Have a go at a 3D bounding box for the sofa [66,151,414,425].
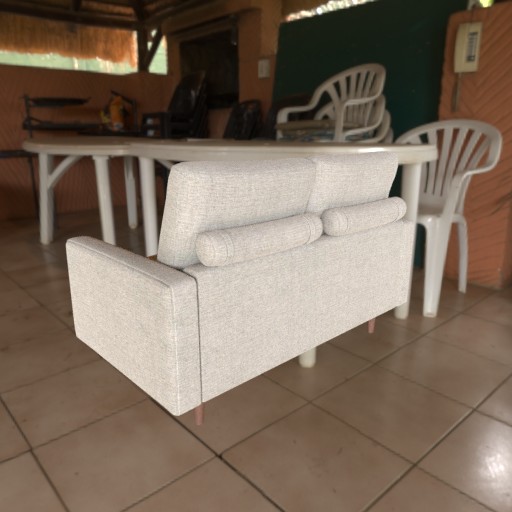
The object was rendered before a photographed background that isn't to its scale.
[{"bbox_3d":[0.000,0.000,2.004,1.407,0.907,0.842,-14,21,-41],"label":"sofa"}]
